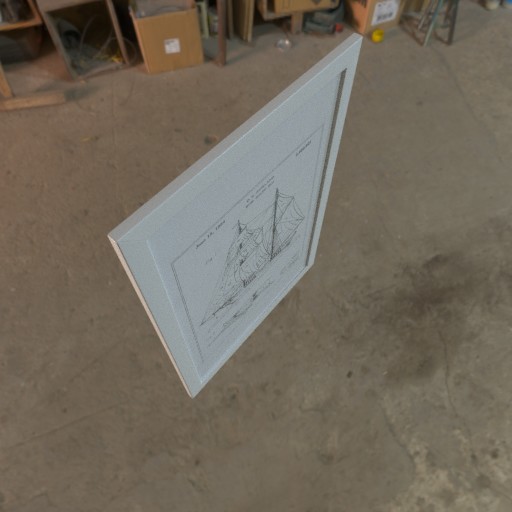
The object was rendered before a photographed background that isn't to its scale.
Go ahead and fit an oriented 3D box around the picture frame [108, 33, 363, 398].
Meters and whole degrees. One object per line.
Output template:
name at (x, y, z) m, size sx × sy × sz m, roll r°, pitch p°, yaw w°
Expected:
picture frame at (0.000, 0.000, 0.678) m, size 0.012 × 0.534 × 0.381 m, roll 36°, pitch 65°, yaw 20°
